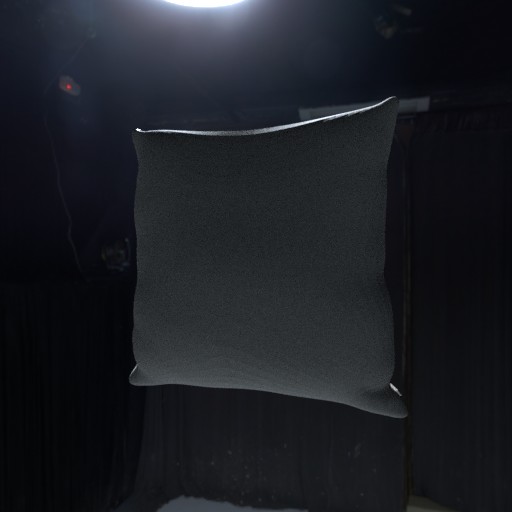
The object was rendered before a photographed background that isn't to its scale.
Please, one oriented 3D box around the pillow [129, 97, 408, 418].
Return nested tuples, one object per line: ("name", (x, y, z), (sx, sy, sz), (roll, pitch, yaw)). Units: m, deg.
("pillow", (0.000, 0.000, 0.679), (0.440, 0.441, 0.182), (0, 0, 18))
